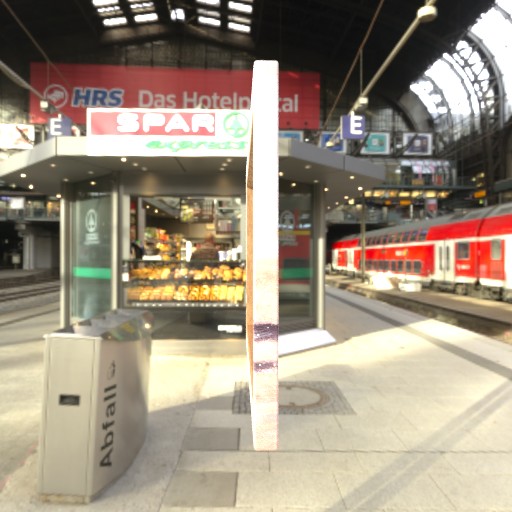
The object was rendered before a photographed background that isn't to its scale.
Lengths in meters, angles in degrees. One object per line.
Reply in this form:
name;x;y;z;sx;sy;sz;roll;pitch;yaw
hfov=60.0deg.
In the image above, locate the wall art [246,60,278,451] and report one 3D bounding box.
wall art;0.000;0.000;1.145;0.038;0.609;0.913;0;0;-2
